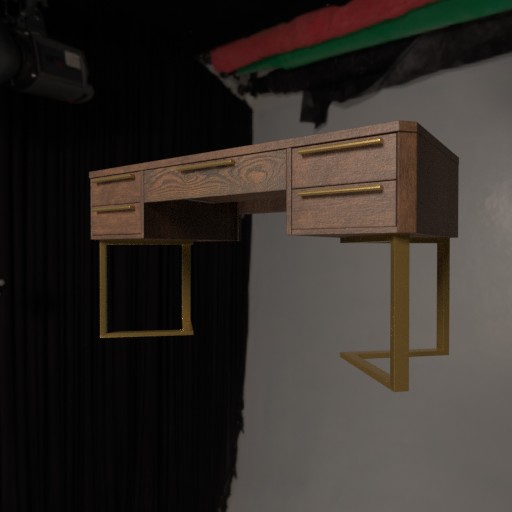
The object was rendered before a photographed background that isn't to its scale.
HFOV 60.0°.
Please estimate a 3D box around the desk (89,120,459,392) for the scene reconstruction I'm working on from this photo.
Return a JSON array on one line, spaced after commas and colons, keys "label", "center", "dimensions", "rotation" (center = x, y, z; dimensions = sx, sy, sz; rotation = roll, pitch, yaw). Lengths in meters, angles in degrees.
[{"label": "desk", "center": [0.000, 0.000, 1.884], "dimensions": [1.479, 0.762, 0.684], "rotation": [1, 1, 35]}]
